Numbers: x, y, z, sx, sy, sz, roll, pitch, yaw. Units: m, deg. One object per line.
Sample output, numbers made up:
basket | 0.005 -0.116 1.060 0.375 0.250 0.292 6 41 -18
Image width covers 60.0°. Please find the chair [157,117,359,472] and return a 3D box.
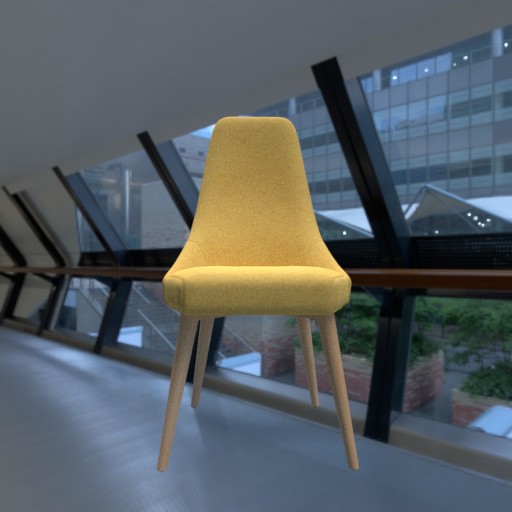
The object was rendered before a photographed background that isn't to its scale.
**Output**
chair | 0.000 0.000 1.357 0.510 1.040 0.660 0 0 -1
